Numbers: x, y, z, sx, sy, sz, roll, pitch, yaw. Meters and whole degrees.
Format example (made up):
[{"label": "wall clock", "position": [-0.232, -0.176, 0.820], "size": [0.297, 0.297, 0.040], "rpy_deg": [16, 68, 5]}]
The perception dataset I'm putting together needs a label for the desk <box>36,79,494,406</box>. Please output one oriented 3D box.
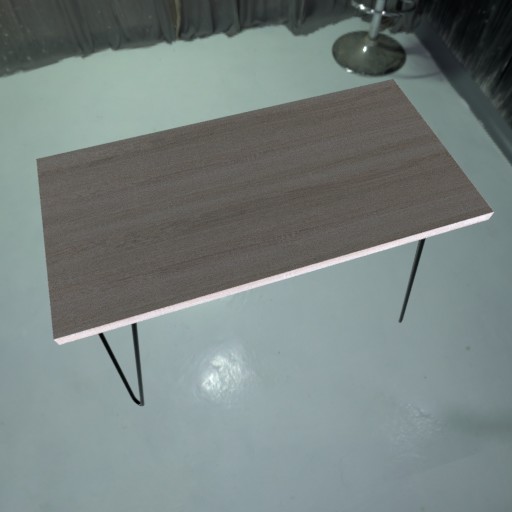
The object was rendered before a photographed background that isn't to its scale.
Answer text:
[{"label": "desk", "position": [0.000, 0.000, 1.345], "size": [0.991, 0.660, 0.499], "rpy_deg": [-16, 60, -9]}]
